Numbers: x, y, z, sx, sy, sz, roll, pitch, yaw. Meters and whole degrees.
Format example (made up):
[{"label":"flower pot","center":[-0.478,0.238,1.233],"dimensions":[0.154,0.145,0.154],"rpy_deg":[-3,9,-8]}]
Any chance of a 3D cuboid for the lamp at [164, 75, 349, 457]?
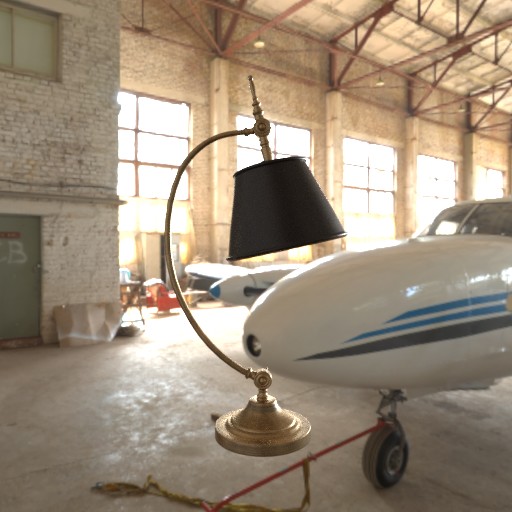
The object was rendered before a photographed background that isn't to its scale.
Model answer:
[{"label":"lamp","center":[0.000,0.000,0.835],"dimensions":[0.344,0.675,0.235],"rpy_deg":[0,1,0]}]
